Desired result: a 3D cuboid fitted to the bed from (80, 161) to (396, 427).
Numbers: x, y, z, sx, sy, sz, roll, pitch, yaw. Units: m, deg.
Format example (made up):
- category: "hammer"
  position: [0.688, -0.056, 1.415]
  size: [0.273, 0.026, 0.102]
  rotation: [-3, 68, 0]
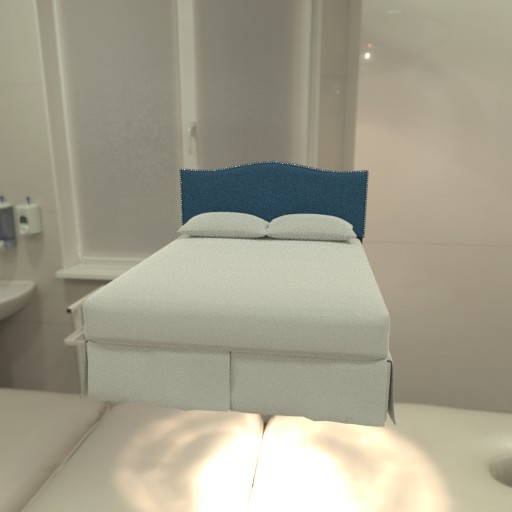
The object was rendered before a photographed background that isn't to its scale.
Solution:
- category: "bed"
  position: [0.000, 0.000, 2.943]
  size: [1.610, 1.169, 1.872]
  rotation: [2, 14, 8]
